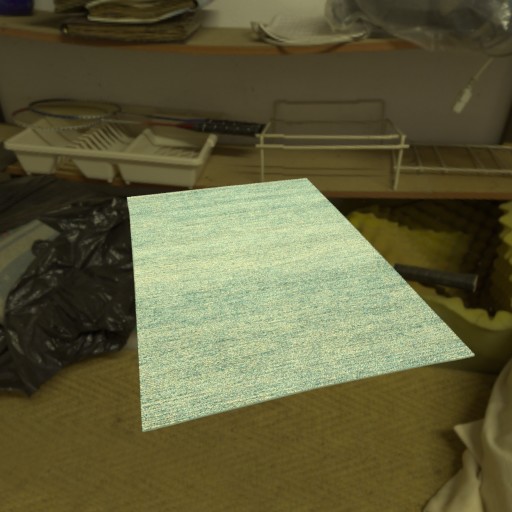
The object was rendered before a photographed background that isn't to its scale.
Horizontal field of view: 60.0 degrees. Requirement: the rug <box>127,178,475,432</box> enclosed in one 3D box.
[{"bbox_3d":[0.000,0.000,5.130,2.802,0.052,4.078,-8,33,-13],"label":"rug"}]
